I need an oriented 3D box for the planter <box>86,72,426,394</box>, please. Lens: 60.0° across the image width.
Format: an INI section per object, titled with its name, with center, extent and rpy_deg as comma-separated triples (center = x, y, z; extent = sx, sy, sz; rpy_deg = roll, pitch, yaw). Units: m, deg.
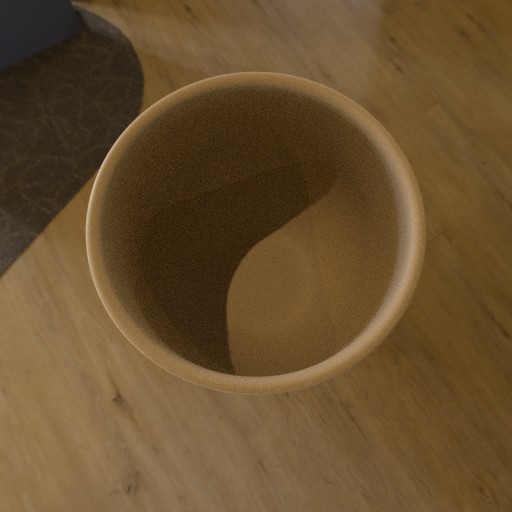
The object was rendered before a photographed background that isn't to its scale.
[planter]
center = 0.000, 0.000, 0.294
extent = 0.170, 0.152, 0.170
rpy_deg = 0, 75, 0
